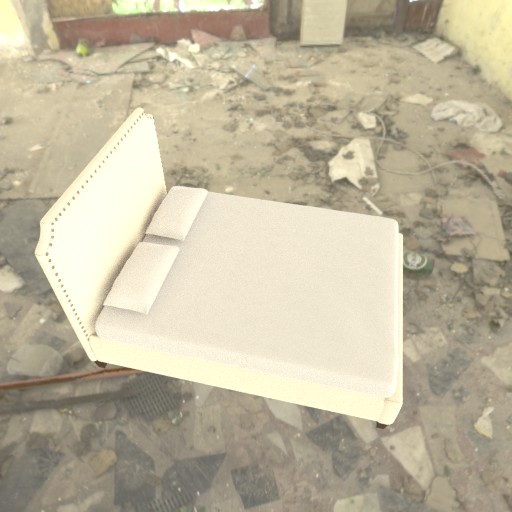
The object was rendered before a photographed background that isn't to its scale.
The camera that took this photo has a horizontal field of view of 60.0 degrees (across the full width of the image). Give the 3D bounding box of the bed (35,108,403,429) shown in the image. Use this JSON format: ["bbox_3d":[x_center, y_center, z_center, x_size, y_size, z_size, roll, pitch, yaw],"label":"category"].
[{"bbox_3d":[0.000,0.000,3.452,2.372,1.497,1.712,9,47,9],"label":"bed"}]
